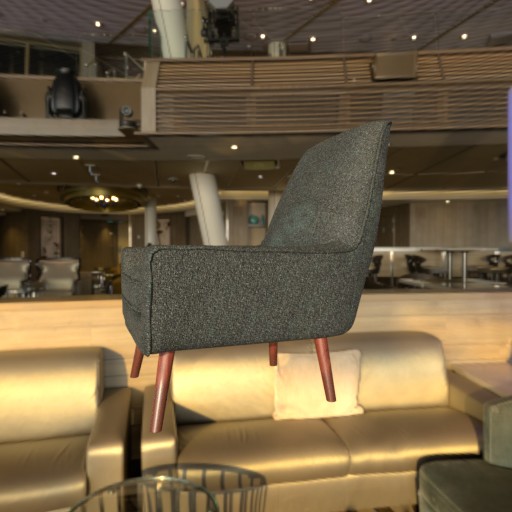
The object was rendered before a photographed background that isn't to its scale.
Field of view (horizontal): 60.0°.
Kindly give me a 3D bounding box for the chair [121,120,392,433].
[{"bbox_3d":[0.000,0.000,1.501,0.859,0.883,0.763,0,1,-21],"label":"chair"}]
